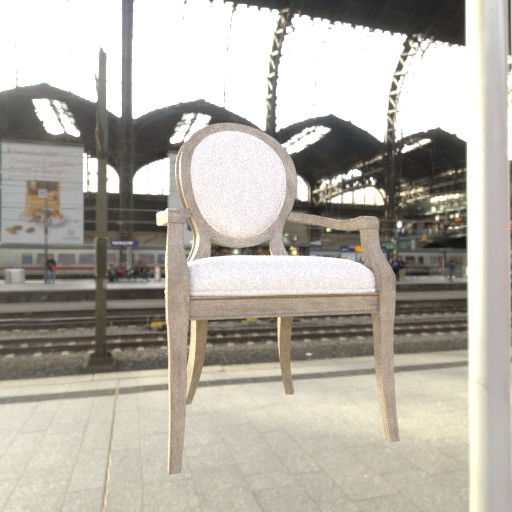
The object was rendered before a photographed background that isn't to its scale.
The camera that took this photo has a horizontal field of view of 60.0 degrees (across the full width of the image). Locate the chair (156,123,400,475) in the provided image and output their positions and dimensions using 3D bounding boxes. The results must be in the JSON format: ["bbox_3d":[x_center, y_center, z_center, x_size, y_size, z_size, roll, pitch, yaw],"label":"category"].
[{"bbox_3d":[0.000,0.000,1.379,0.611,0.991,0.602,0,-1,-18],"label":"chair"}]
